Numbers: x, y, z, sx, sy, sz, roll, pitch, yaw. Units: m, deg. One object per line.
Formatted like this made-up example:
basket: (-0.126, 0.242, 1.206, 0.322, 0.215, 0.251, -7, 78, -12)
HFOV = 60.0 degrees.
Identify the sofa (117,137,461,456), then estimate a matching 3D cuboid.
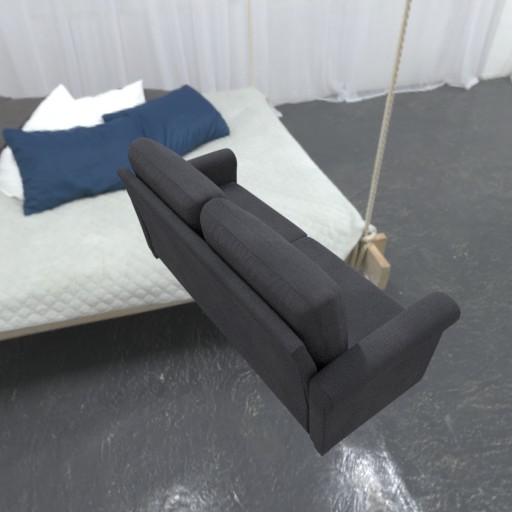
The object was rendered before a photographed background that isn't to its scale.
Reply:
sofa: (0.000, 0.000, 2.436, 0.842, 0.942, 1.935, -24, 45, -27)
